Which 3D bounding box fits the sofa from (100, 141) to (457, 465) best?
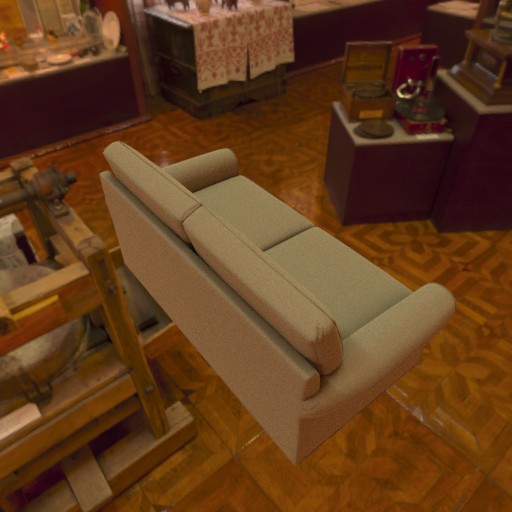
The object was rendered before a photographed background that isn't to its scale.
[{"bbox_3d":[0.000,0.000,2.435,0.940,0.952,1.930,-27,48,-28],"label":"sofa"}]
